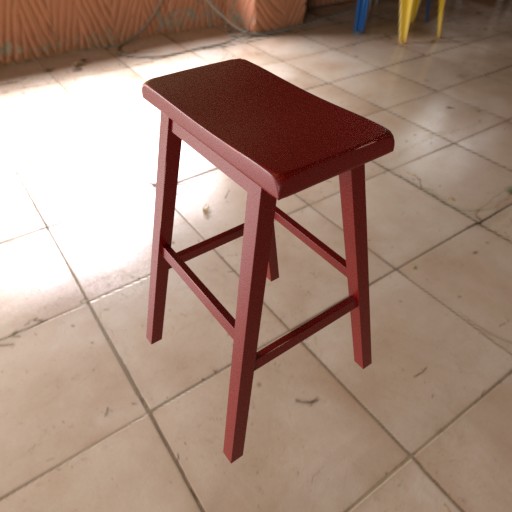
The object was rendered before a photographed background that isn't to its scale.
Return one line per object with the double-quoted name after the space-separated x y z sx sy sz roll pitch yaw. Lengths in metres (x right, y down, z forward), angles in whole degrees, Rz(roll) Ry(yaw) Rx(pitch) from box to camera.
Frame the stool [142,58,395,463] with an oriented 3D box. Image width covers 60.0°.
0.000 0.000 1.039 0.476 0.737 0.457 -26 48 -26 "stool"
